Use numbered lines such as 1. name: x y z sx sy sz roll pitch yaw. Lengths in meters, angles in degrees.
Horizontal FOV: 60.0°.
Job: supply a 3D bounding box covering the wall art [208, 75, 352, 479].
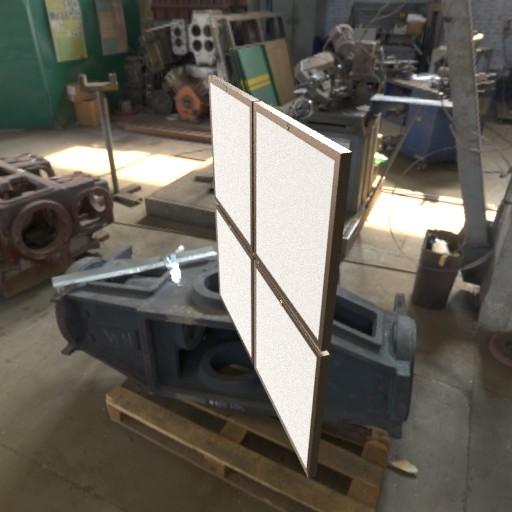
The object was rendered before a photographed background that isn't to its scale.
1. wall art: 0.000 0.000 1.535 0.030 1.032 1.032 -10 32 -17
